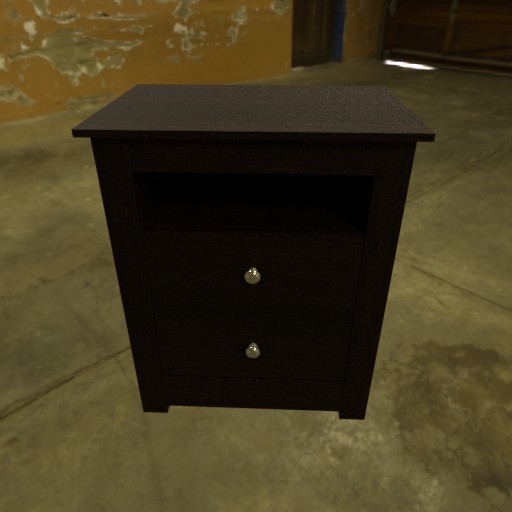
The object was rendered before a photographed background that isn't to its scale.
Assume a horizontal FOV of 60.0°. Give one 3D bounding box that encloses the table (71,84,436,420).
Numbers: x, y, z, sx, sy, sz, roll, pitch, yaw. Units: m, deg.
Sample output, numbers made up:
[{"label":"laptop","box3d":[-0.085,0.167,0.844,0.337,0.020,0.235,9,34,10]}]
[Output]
[{"label":"table","box3d":[0.000,0.000,1.071,0.591,0.711,0.406,1,31,2]}]
